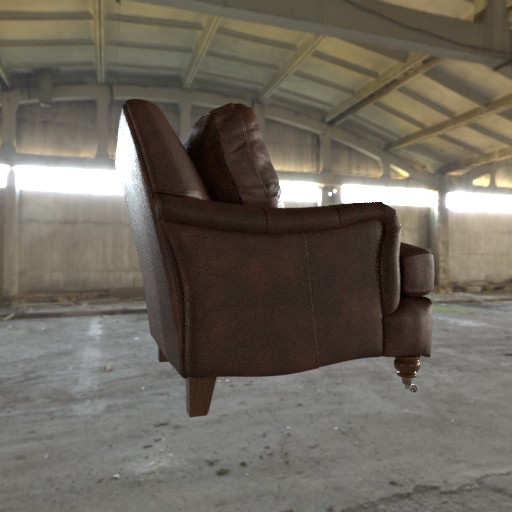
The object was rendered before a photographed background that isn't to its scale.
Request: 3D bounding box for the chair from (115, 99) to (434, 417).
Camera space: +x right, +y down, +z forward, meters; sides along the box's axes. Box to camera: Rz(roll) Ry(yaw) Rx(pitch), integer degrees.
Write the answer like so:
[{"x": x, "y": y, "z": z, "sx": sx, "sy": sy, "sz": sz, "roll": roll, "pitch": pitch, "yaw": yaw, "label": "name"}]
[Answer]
[{"x": 0.000, "y": 0.000, "z": 1.923, "sx": 1.156, "sy": 1.051, "sz": 0.987, "roll": 0, "pitch": -1, "yaw": -19, "label": "chair"}]
